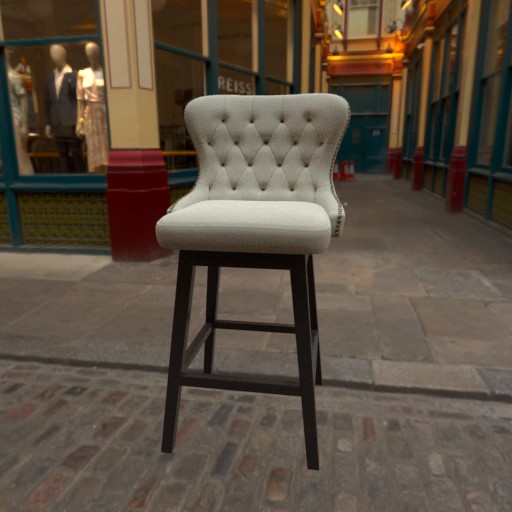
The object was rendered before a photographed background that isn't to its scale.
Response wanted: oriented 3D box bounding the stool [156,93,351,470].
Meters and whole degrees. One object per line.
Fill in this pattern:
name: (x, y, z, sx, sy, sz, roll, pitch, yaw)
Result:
stool: (0.000, 0.000, 1.334, 0.528, 0.971, 0.593, 2, 15, 9)
